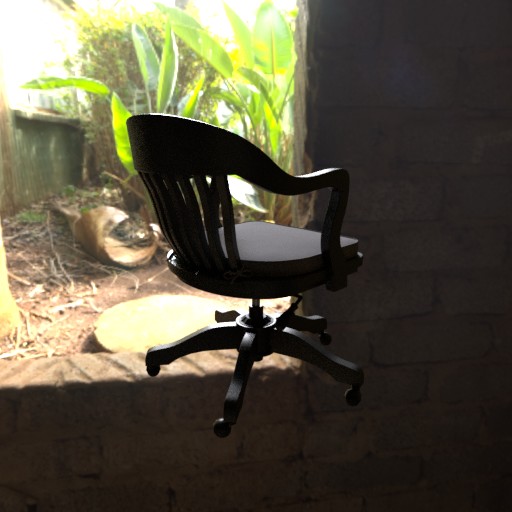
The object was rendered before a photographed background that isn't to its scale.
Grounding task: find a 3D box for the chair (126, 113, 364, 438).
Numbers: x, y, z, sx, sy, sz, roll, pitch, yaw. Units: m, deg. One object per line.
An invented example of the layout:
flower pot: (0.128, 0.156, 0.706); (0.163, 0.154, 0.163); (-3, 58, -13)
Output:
chair: (0.000, 0.000, 1.482); (0.788, 0.878, 0.750); (-13, 20, -41)
